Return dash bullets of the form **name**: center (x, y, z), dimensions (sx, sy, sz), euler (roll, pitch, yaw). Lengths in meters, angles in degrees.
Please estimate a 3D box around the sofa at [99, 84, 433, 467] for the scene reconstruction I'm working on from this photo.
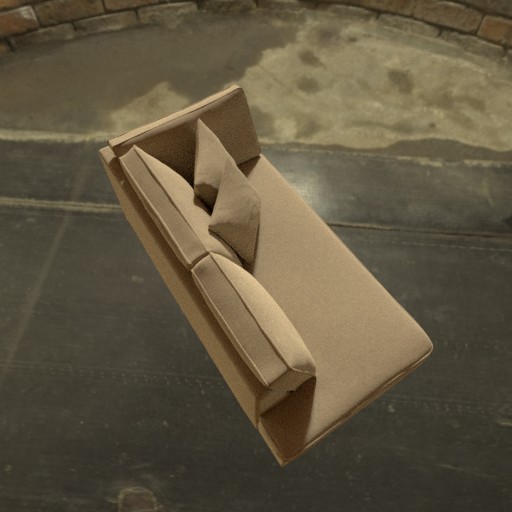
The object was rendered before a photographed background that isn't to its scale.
- **sofa**: center (0.000, 0.000, 2.888), dimensions (1.110, 1.033, 2.237), euler (-29, 63, -16)
